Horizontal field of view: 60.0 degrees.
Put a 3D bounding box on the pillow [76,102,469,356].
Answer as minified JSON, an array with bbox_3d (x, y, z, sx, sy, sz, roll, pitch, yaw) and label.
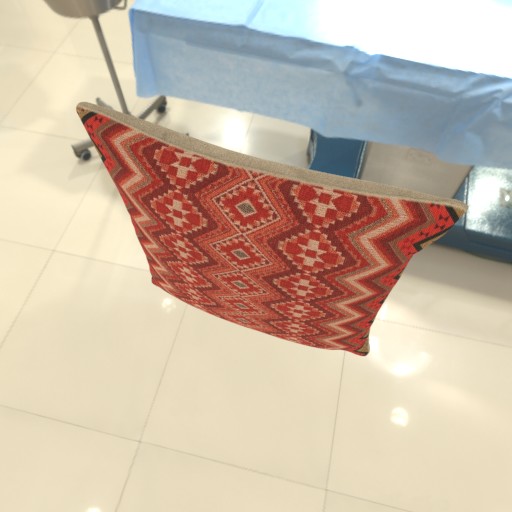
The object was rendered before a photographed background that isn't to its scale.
[{"bbox_3d":[0.000,0.000,0.764,0.513,0.511,0.158,17,60,10],"label":"pillow"}]
